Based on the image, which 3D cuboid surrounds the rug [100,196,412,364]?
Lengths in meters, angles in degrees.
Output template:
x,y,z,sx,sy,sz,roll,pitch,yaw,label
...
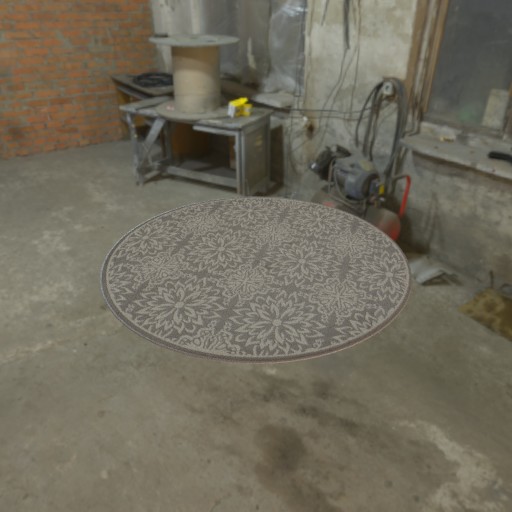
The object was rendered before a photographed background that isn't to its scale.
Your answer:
x,y,z,sx,sy,sz,roll,pitch,yaw,label
0.000,0.000,2.362,1.593,0.012,1.593,0,31,0,rug
